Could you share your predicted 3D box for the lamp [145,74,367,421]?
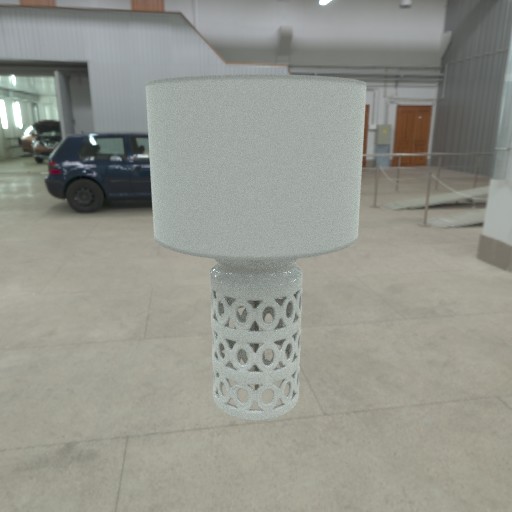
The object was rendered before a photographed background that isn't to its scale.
[{"bbox_3d":[0.000,0.000,0.699,0.310,0.502,0.310,0,17,0],"label":"lamp"}]
